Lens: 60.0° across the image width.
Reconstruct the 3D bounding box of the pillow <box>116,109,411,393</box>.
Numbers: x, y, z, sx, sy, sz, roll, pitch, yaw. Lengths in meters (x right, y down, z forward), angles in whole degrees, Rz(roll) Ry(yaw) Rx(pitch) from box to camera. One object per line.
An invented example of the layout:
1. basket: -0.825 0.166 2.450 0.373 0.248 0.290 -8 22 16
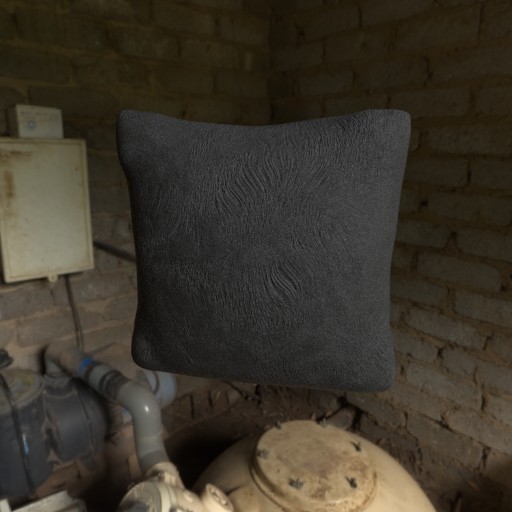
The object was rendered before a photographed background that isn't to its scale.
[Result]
1. pillow: 0.000 0.000 0.823 0.533 0.523 0.210 3 15 10
